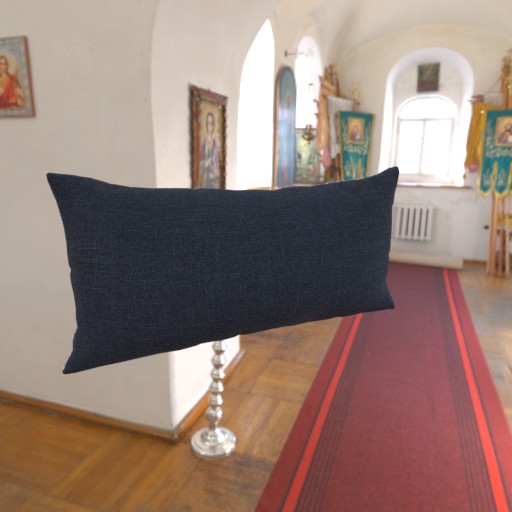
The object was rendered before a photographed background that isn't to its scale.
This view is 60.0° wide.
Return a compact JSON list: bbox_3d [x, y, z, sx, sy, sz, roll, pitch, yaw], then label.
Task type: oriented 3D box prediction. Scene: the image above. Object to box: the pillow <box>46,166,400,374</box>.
[{"bbox_3d":[0.000,0.000,0.749,0.631,0.292,0.148,-7,15,-25],"label":"pillow"}]
